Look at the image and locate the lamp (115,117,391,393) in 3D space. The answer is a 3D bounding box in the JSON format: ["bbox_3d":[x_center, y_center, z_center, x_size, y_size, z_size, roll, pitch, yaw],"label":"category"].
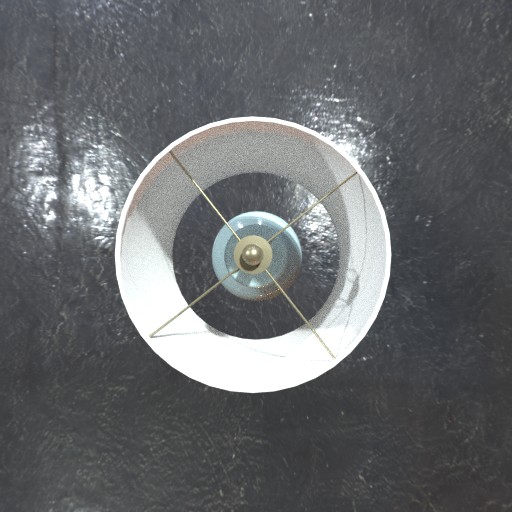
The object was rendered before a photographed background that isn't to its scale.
[{"bbox_3d":[0.000,0.000,1.104,0.418,0.871,0.418,0,90,1],"label":"lamp"}]
